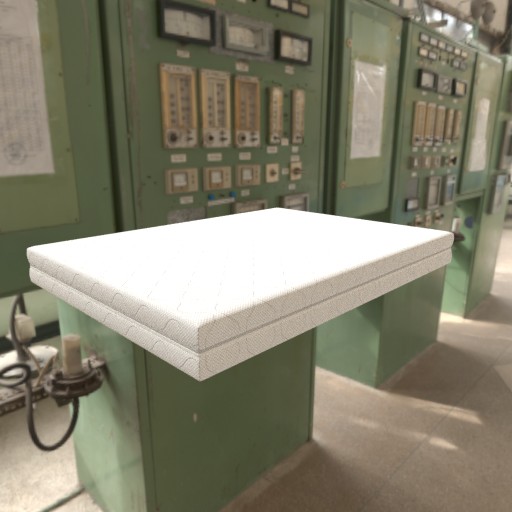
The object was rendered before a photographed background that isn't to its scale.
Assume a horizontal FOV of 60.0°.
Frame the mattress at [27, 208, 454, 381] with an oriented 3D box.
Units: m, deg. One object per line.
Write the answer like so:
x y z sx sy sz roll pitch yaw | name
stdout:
0.000 0.000 2.439 1.400 0.200 1.900 14 20 43 | mattress
